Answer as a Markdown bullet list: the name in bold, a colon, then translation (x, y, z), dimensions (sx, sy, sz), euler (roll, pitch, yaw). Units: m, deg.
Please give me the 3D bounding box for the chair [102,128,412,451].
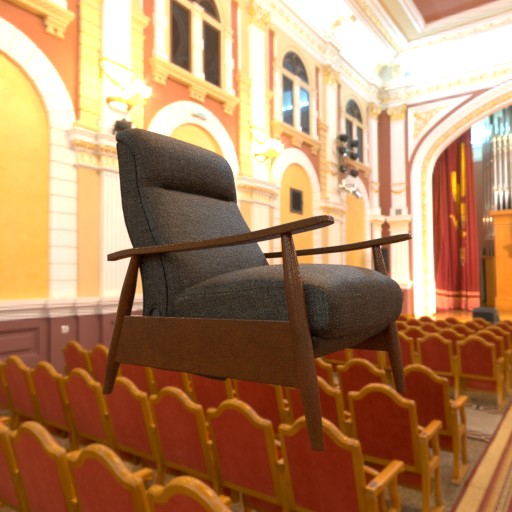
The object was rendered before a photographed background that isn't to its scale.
- **chair**: translation (0.000, 0.000, 1.774), dimensions (1.014, 1.082, 0.762), euler (-2, -3, 36)
